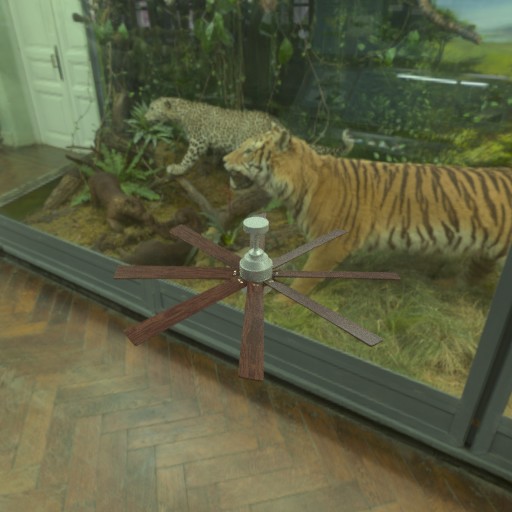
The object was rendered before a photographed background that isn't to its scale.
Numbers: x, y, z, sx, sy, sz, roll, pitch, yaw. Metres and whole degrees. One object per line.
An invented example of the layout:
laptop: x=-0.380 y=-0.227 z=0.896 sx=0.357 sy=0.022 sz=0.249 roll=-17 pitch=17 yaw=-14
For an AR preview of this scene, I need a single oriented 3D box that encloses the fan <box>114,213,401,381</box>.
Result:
fan: x=0.000 y=0.000 z=2.797 sx=1.830 sy=0.472 sz=1.830 roll=1 pitch=30 yaw=1
